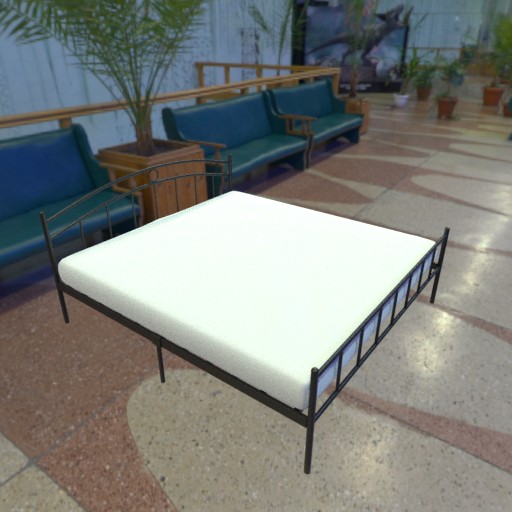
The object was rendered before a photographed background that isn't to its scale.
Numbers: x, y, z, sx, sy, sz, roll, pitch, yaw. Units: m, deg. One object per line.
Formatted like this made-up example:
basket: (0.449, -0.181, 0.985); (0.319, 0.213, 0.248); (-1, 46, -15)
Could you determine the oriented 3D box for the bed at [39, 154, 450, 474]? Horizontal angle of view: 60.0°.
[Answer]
bed: (0.000, 0.000, 3.094); (2.040, 0.940, 1.880); (19, 32, 33)
